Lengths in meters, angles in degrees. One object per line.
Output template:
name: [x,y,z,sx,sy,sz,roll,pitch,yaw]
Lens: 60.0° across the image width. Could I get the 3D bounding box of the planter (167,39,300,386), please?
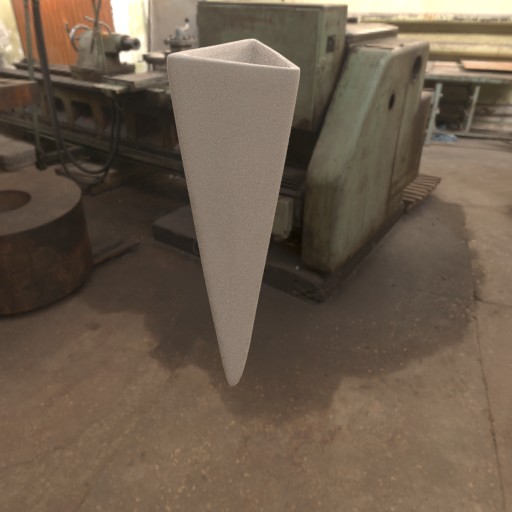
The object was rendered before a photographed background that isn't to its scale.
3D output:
planter: [0.000,0.000,0.394,0.065,0.338,0.143,11,32,18]
